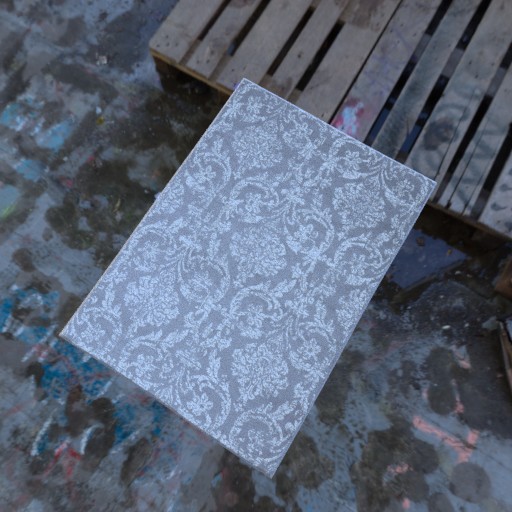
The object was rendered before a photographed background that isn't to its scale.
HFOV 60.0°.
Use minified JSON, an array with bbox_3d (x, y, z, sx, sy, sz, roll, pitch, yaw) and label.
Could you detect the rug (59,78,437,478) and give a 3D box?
[{"bbox_3d":[0.000,0.000,2.938,1.578,0.014,2.206,31,78,7],"label":"rug"}]
